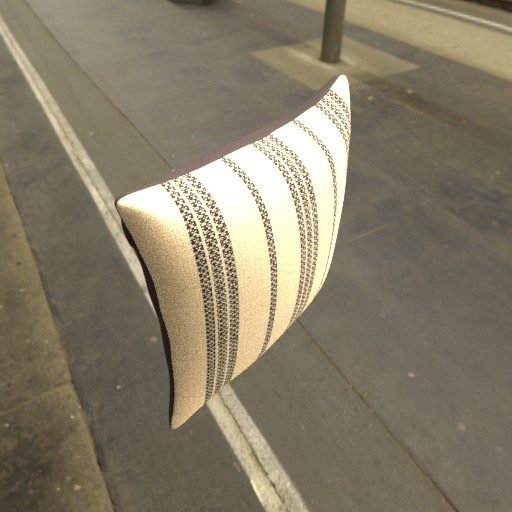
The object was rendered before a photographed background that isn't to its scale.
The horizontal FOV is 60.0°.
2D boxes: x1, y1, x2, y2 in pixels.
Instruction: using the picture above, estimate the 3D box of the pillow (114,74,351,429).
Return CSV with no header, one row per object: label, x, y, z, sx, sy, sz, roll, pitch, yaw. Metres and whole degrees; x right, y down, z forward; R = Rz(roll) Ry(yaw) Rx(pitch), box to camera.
pillow,0.000,0.000,0.640,0.173,0.406,0.405,28,48,28
